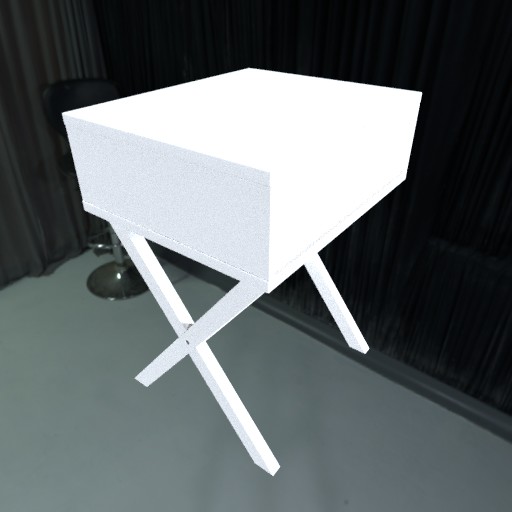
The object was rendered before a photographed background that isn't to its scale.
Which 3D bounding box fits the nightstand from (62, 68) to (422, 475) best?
[{"bbox_3d":[0.000,0.000,0.921,0.402,0.623,0.479,22,39,30],"label":"nightstand"}]
